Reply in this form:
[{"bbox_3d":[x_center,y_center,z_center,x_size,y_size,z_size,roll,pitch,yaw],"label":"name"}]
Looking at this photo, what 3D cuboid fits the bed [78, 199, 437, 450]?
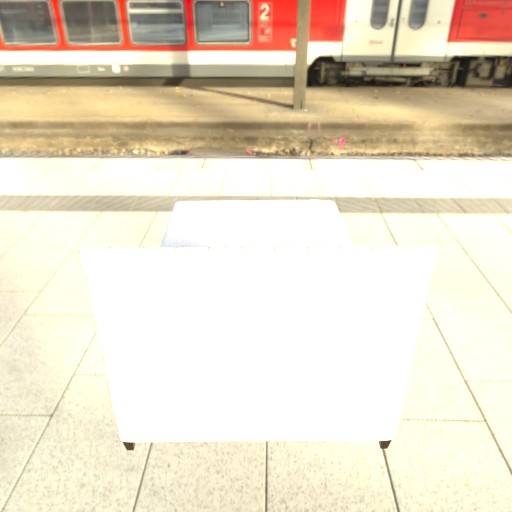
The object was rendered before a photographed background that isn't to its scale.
[{"bbox_3d":[0.000,0.000,3.407,1.698,1.427,2.387,0,31,0],"label":"bed"}]
